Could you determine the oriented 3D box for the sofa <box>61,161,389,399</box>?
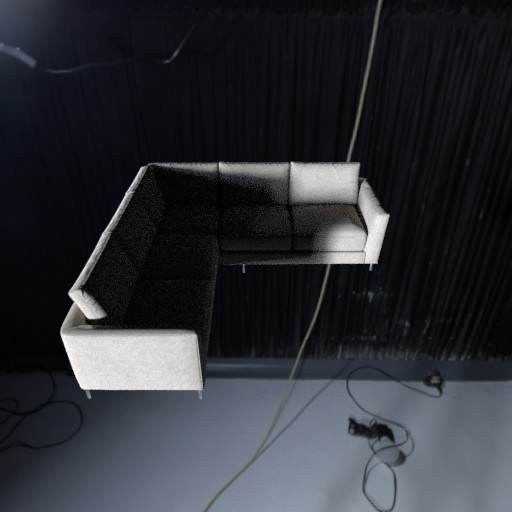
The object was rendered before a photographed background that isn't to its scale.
[{"bbox_3d":[0.000,0.000,3.787,2.438,0.864,2.438,0,32,0],"label":"sofa"}]
